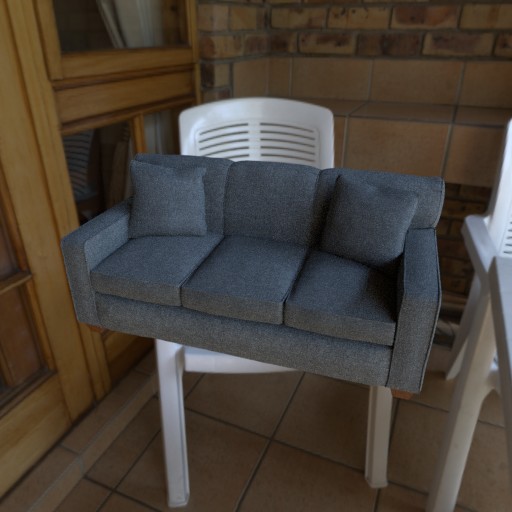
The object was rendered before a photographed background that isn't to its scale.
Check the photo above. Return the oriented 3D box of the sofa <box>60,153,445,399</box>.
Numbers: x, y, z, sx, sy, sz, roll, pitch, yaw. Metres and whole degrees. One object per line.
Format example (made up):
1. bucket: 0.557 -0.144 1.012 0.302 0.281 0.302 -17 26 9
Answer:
1. sofa: 0.000 0.000 2.656 2.024 0.958 0.997 8 29 16
